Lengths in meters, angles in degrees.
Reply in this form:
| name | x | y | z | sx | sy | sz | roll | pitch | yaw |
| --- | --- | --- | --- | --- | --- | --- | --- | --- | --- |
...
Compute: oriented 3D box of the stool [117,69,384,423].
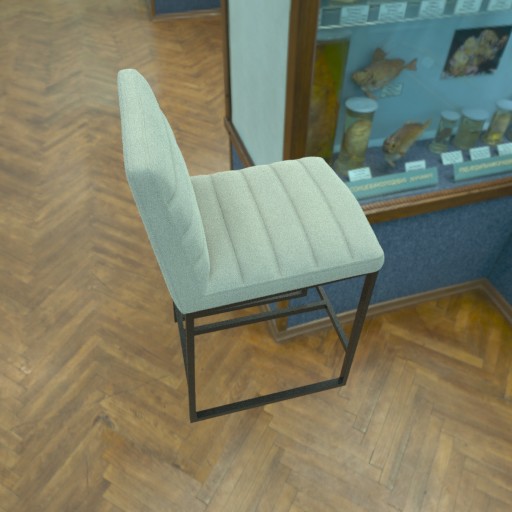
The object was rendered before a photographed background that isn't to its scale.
| name | x | y | z | sx | sy | sz | roll | pitch | yaw |
| --- | --- | --- | --- | --- | --- | --- | --- | --- | --- |
| stool | 0.000 | 0.000 | 1.277 | 0.567 | 0.971 | 0.459 | -10 | 46 | -10 |
